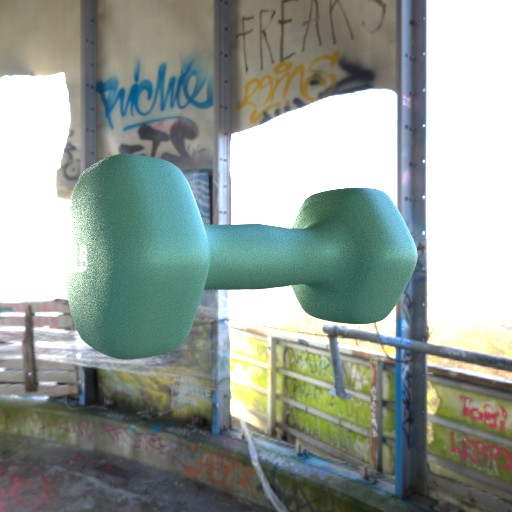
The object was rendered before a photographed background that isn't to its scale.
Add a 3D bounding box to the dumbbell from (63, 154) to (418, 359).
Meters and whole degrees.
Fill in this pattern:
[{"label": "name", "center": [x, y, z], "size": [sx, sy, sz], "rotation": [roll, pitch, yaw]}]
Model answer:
[{"label": "dumbbell", "center": [0.000, 0.000, 0.331], "size": [0.260, 0.117, 0.129], "rotation": [0, 0, -37]}]
